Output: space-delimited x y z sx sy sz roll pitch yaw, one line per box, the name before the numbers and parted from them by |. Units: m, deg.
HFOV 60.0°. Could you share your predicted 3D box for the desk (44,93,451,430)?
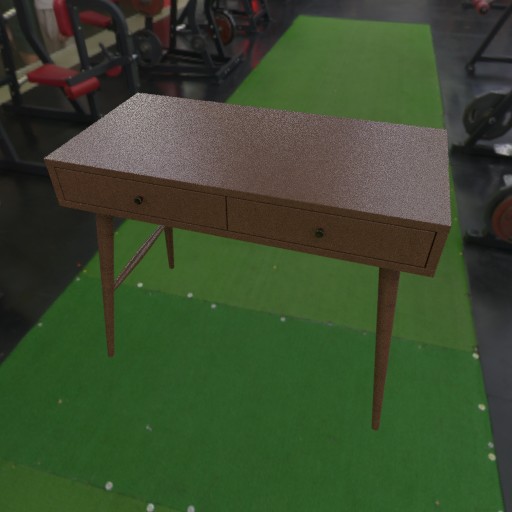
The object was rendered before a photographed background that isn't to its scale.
desk | 0.000 0.000 1.393 0.949 0.758 0.510 11 41 13
